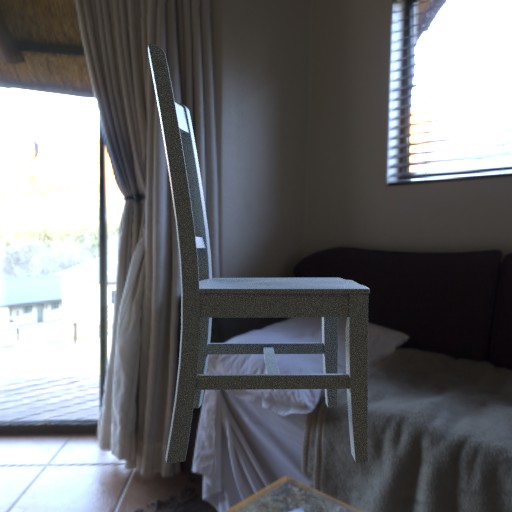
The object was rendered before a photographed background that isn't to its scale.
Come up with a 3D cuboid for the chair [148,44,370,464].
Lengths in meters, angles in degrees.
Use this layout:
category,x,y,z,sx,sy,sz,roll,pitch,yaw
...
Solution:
category,x,y,z,sx,sy,sz,roll,pitch,yaw
chair,0.000,0.000,1.269,0.555,0.998,0.450,0,1,-1
